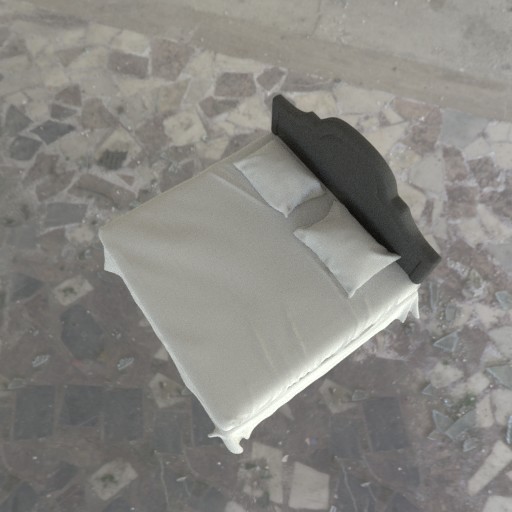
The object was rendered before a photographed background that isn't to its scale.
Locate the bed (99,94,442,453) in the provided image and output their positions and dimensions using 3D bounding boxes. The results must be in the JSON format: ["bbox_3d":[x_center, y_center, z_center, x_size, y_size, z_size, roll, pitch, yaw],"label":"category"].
[{"bbox_3d":[0.000,0.000,3.682,2.222,1.631,2.303,-33,69,-15],"label":"bed"}]
